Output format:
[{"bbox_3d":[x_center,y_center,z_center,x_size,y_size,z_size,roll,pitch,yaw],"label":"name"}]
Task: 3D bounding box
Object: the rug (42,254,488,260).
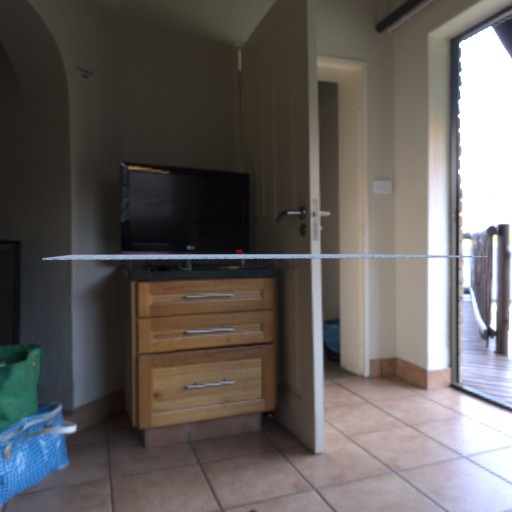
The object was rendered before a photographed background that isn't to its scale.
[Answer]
[{"bbox_3d":[0.000,0.000,3.016,2.441,0.008,1.526,0,1,-18],"label":"rug"}]
